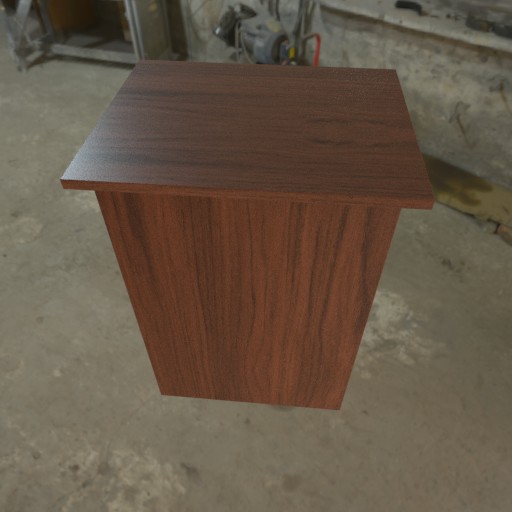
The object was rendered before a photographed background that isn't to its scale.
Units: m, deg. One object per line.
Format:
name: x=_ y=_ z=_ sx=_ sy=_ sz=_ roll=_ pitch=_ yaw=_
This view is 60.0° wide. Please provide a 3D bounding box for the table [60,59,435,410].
table: x=0.000 y=0.000 z=0.923 sx=0.480 sy=0.636 sz=0.381 roll=4 pitch=46 yaw=4
